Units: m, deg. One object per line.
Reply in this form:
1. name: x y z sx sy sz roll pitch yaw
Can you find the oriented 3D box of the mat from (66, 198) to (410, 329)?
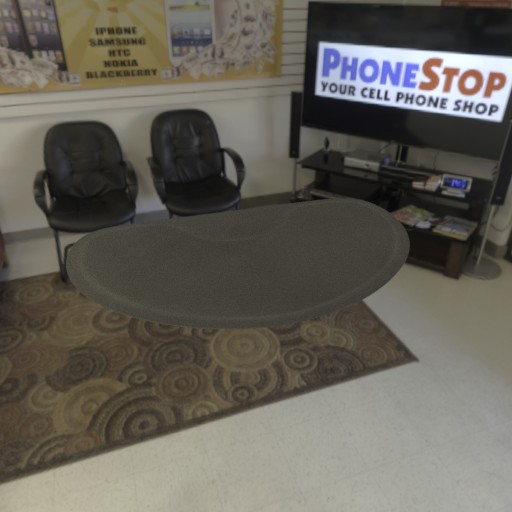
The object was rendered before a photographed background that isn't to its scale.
1. mat: 0.000 0.000 1.866 1.524 0.013 0.913 -9 32 -14
